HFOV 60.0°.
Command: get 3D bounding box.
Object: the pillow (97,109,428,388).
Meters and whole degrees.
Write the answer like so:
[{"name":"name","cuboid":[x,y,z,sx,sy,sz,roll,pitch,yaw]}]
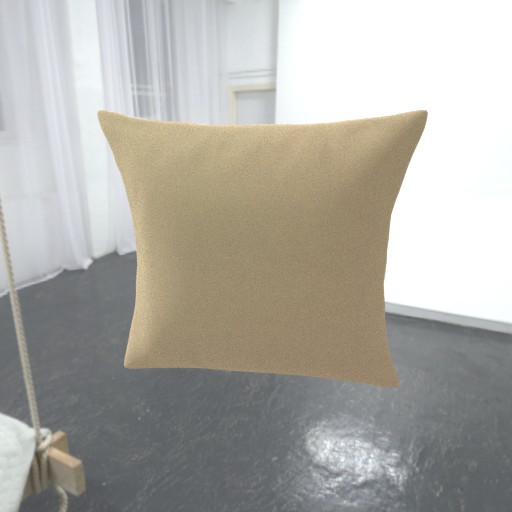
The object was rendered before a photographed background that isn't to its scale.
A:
[{"name":"pillow","cuboid":[0.000,0.000,0.809,0.552,0.508,0.166,2,17,7]}]
